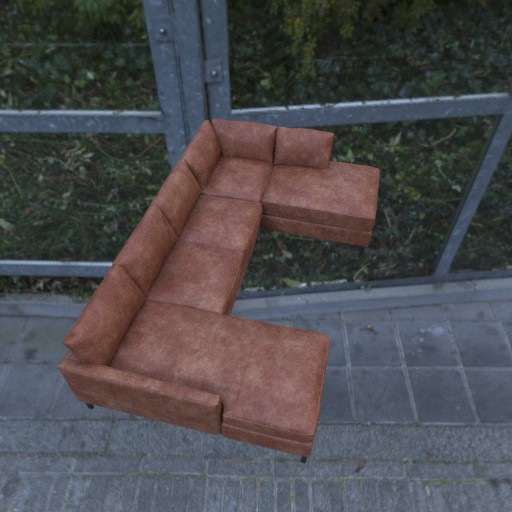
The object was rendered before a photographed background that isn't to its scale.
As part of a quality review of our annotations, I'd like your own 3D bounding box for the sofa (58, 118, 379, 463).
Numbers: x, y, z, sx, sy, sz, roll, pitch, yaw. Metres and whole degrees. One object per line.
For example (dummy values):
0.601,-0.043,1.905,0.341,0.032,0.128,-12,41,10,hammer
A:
0.000,0.000,3.827,1.939,0.900,2.956,10,47,10,sofa
